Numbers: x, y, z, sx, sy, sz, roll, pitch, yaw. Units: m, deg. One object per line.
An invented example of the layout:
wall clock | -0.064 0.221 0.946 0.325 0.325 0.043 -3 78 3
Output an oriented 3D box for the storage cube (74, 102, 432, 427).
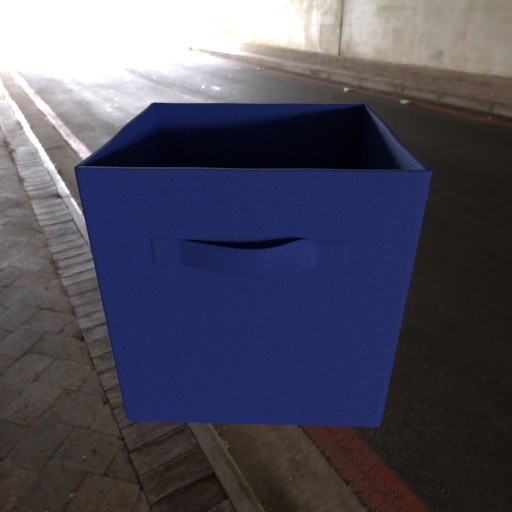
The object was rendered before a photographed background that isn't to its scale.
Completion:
storage cube | 0.000 0.000 0.496 0.270 0.280 0.270 1 30 1
